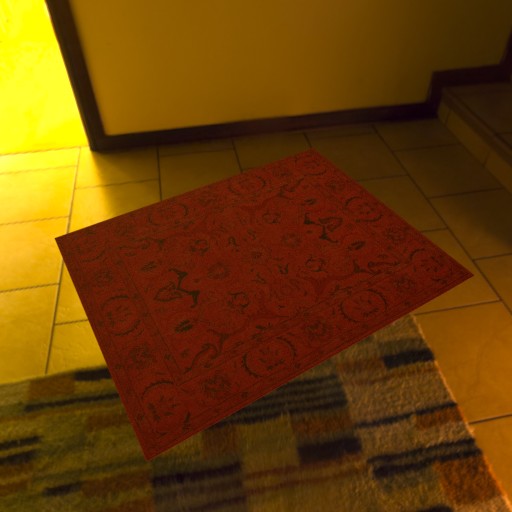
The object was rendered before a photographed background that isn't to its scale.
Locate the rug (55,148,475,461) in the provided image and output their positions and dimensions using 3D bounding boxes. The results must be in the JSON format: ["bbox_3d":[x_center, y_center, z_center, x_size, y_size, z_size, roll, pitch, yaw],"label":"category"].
[{"bbox_3d":[0.000,0.000,3.900,2.929,0.012,2.300,-23,50,-21],"label":"rug"}]
